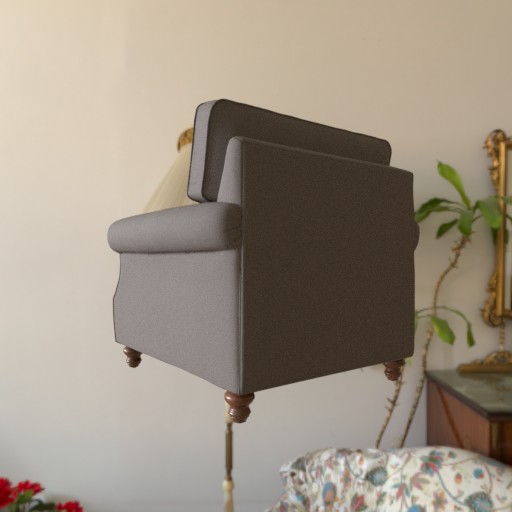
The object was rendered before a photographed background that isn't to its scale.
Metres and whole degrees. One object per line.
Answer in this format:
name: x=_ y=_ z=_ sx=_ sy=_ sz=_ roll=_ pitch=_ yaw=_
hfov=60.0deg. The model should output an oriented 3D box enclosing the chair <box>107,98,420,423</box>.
chair: x=0.000 y=0.000 z=1.827 sx=1.029 sy=0.967 sz=0.966 roll=0 pitch=0 yaw=-37
